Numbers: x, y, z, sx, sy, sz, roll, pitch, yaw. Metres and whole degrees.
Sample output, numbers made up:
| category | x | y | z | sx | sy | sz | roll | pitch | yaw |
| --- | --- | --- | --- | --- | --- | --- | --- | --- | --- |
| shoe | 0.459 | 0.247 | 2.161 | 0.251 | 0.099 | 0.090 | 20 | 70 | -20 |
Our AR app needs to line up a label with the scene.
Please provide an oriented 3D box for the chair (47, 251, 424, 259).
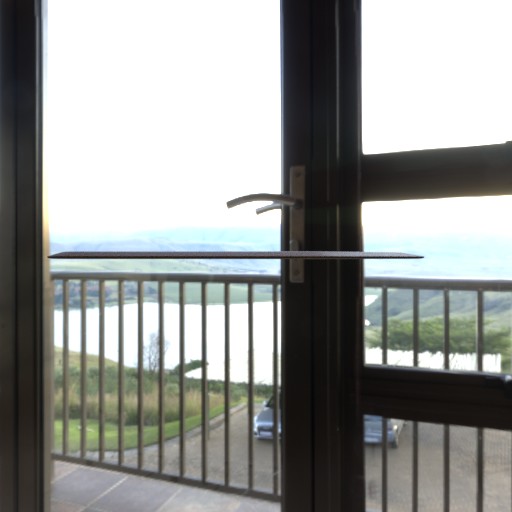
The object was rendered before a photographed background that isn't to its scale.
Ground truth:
| category | x | y | z | sx | sy | sz | roll | pitch | yaw |
| --- | --- | --- | --- | --- | --- | --- | --- | --- | --- |
| chair | 0.000 | 0.000 | 1.957 | 1.219 | 0.024 | 1.372 | 0 | 0 | 2 |
